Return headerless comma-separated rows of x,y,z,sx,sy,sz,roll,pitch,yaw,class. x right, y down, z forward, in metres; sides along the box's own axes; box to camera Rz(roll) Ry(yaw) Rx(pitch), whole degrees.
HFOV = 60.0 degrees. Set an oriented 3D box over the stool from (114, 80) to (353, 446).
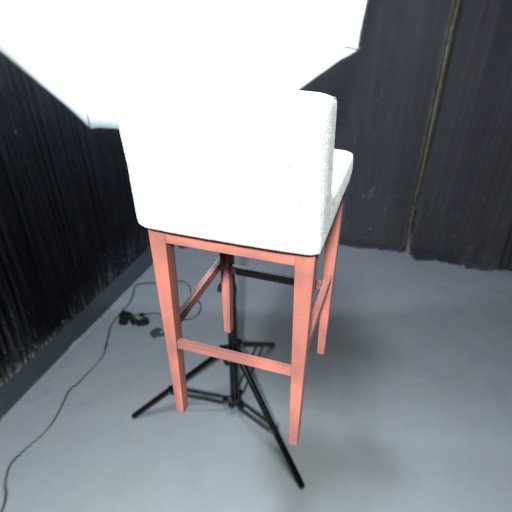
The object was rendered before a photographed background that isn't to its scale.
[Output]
0.000,0.000,1.229,0.426,0.965,0.499,10,33,16,stool
